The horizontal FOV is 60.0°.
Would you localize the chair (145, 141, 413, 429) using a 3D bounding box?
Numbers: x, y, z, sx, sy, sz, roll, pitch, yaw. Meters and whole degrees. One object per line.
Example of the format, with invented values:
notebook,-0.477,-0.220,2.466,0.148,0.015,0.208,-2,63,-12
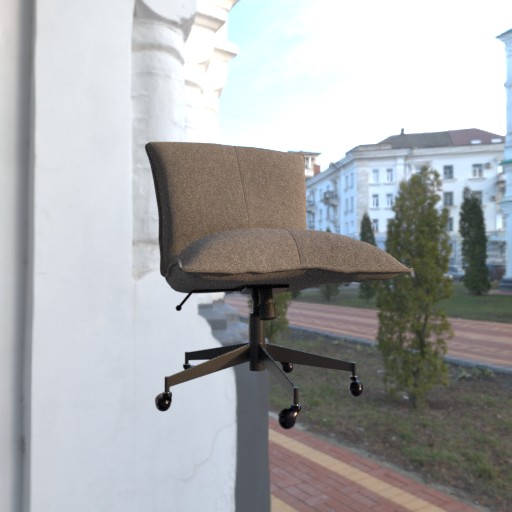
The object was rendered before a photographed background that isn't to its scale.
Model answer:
chair,0.000,0.000,1.291,0.597,0.811,0.696,0,-2,-17
